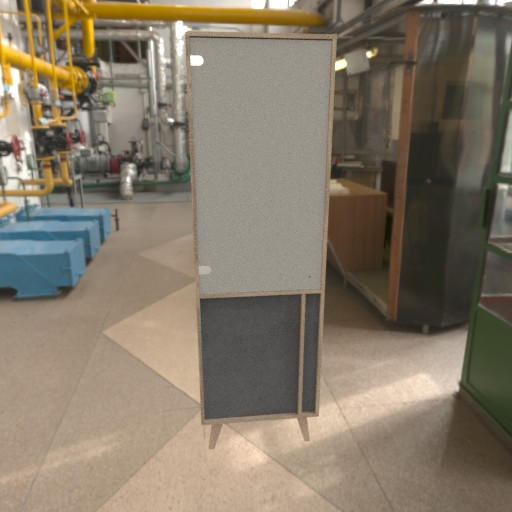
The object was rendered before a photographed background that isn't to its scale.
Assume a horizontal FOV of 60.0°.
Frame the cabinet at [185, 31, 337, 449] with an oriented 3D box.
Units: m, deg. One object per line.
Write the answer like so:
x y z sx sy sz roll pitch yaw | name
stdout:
0.000 0.000 2.102 0.570 1.850 0.400 -2 17 -7 | cabinet
